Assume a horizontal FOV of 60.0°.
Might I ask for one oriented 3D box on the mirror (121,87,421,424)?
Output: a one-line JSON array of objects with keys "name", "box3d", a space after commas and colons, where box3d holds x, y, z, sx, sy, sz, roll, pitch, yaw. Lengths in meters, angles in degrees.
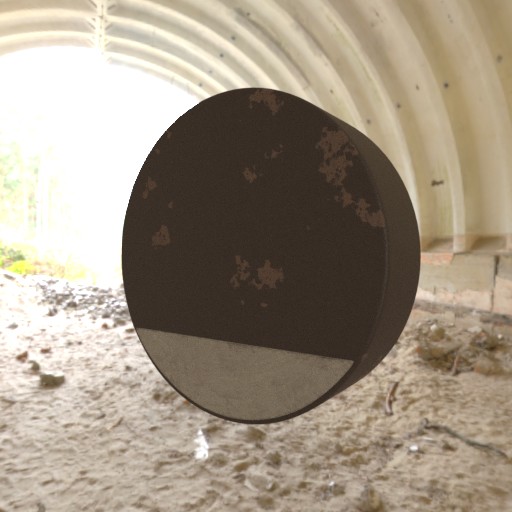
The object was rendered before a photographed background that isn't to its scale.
[{"name": "mirror", "box3d": [0.000, 0.000, 0.567, 0.386, 0.386, 0.126, 1, 1, 36]}]
